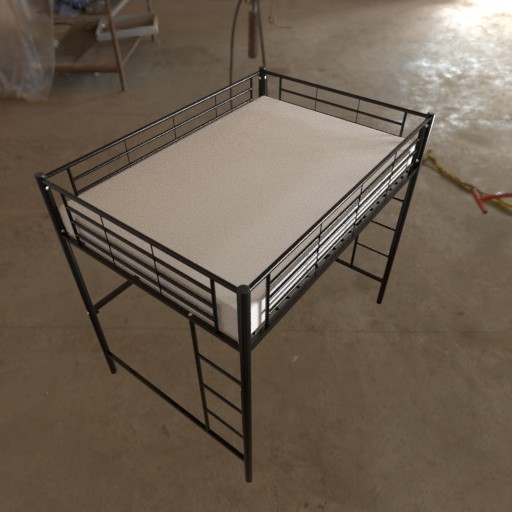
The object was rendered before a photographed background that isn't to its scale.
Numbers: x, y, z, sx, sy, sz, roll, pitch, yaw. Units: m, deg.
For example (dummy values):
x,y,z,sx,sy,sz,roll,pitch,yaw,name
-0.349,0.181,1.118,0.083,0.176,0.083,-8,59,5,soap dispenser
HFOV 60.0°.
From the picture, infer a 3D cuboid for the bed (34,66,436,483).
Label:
x,y,z,sx,sy,sz,roll,pitch,yaw,name
0.000,0.000,3.164,1.397,1.803,1.994,27,49,27,bed
